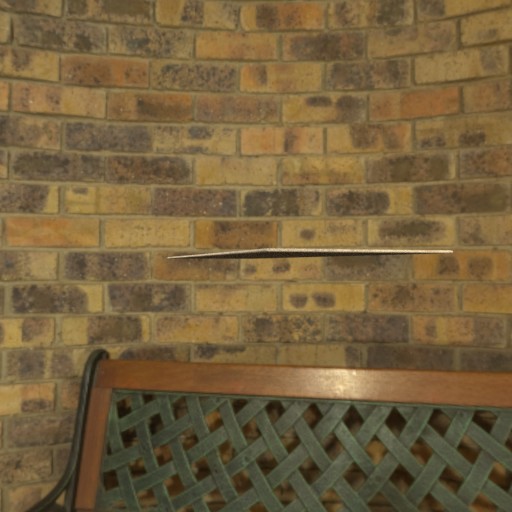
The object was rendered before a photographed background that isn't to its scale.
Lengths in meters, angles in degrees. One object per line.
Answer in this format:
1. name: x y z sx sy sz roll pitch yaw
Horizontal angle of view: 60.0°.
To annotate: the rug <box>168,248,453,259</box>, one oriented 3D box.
1. rug: 0.000 0.000 2.706 0.750 0.011 2.435 0 -1 -19
